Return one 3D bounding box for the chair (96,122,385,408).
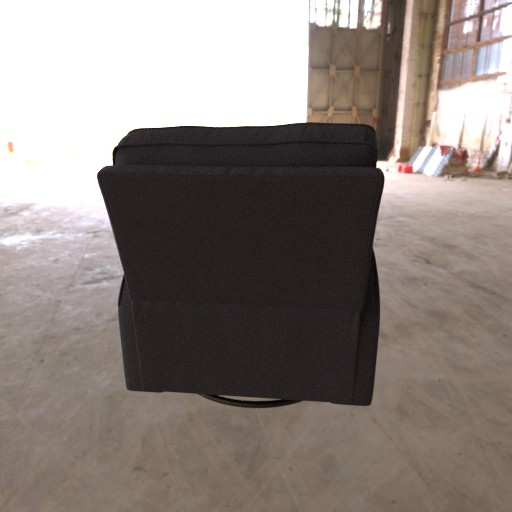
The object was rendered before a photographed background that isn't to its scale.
[{"bbox_3d":[0.000,0.000,1.674,0.861,0.962,0.964,2,16,6],"label":"chair"}]
